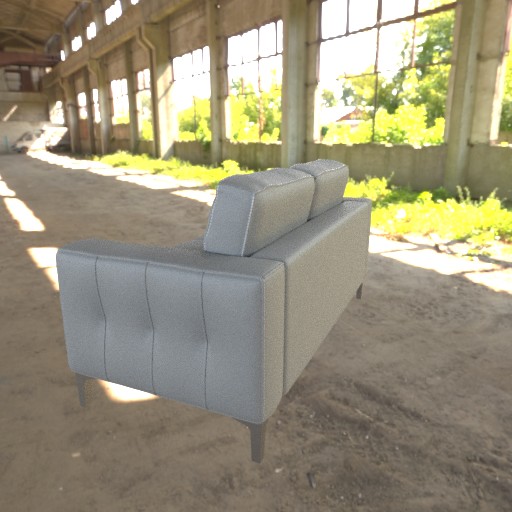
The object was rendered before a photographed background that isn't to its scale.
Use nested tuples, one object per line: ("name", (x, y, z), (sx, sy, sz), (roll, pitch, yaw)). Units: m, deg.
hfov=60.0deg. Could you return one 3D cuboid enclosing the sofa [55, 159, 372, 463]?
("sofa", (0.000, 0.000, 2.189), (0.833, 0.892, 1.726), (7, 17, 23))
